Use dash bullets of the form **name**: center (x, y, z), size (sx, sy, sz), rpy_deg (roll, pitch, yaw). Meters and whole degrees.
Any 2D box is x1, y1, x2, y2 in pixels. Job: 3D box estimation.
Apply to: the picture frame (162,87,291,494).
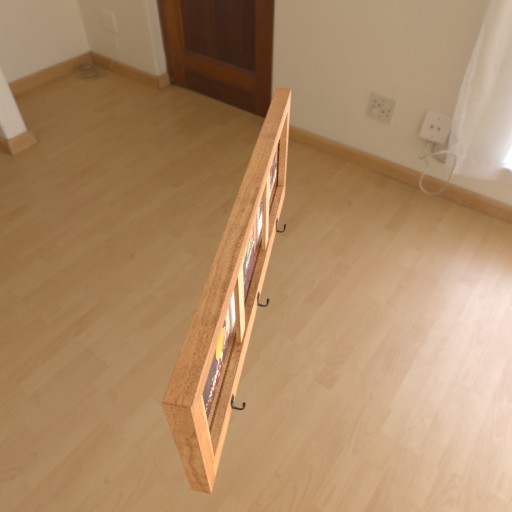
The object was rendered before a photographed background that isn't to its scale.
- **picture frame**: center (0.000, 0.000, 0.649), size (0.045, 0.234, 0.582), rpy_deg (8, 47, 8)
